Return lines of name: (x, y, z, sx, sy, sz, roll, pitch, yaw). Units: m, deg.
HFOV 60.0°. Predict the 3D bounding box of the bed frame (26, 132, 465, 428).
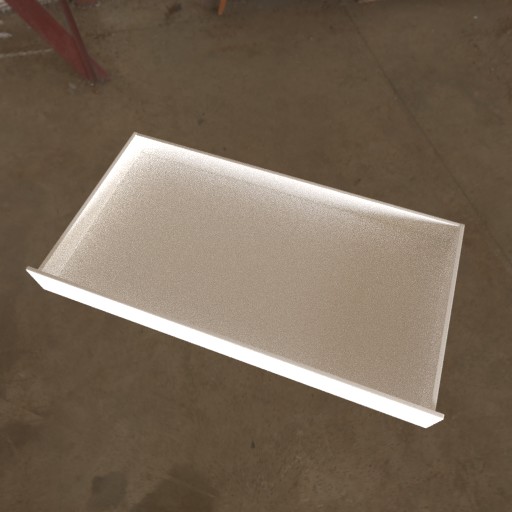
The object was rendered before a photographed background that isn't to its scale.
bed frame: (0.000, 0.000, 1.498, 1.300, 0.141, 0.670, 18, 61, 10)
